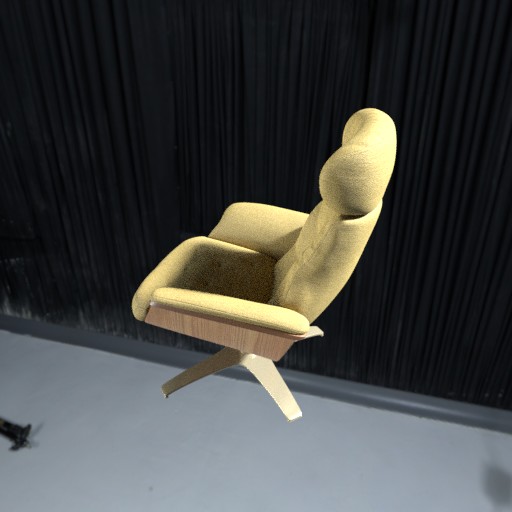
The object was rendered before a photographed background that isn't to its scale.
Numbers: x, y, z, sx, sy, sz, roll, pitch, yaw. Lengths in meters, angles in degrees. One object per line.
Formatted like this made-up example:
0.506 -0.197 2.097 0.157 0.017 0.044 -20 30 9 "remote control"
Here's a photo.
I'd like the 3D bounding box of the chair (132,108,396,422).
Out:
0.000 0.000 1.576 0.837 0.995 0.785 8 30 14 "chair"
